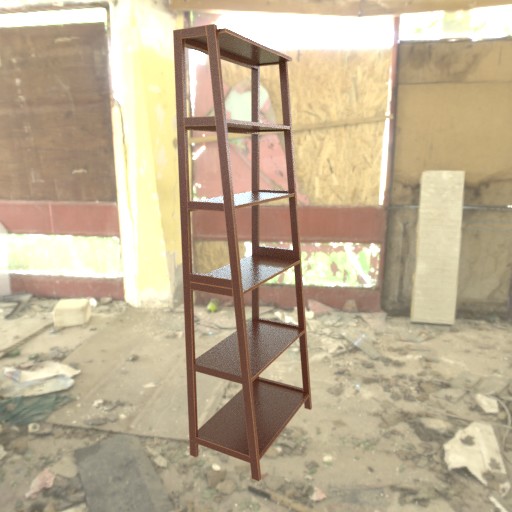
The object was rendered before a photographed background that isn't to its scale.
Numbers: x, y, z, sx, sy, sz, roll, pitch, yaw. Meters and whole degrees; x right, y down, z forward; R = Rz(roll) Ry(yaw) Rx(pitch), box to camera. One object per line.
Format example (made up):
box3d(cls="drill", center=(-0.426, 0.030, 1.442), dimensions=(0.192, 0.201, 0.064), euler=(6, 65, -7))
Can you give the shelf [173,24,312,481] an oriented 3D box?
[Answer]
box3d(cls="shelf", center=(0.000, 0.000, 2.130), dimensions=(0.381, 1.892, 0.660), euler=(7, 15, 27))
